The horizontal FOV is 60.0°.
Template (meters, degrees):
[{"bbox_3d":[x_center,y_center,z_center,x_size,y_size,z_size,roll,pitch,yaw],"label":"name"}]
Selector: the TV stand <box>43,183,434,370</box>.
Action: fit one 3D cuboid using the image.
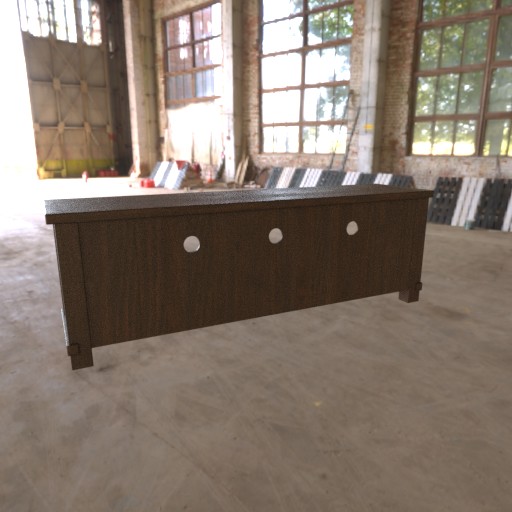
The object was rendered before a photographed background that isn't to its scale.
[{"bbox_3d":[0.000,0.000,2.223,1.866,0.615,0.471,-7,16,-25],"label":"TV stand"}]
